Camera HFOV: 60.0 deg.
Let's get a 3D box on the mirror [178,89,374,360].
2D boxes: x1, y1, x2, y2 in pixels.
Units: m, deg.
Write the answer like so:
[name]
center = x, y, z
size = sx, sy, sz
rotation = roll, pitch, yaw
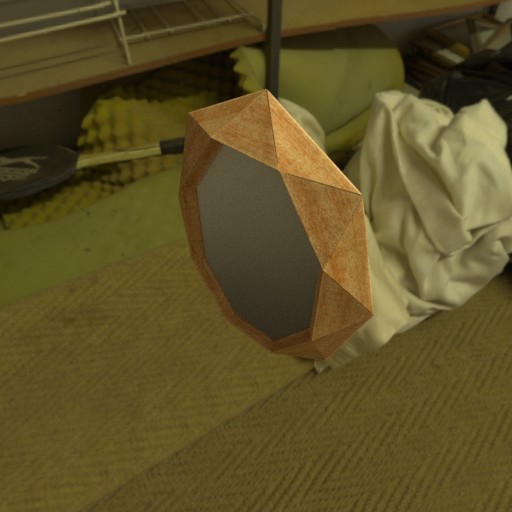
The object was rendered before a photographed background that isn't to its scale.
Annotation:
[mirror]
center = 0.000, 0.000, 1.012
size = 0.577, 0.774, 0.070
rotation = 32, 55, 26
